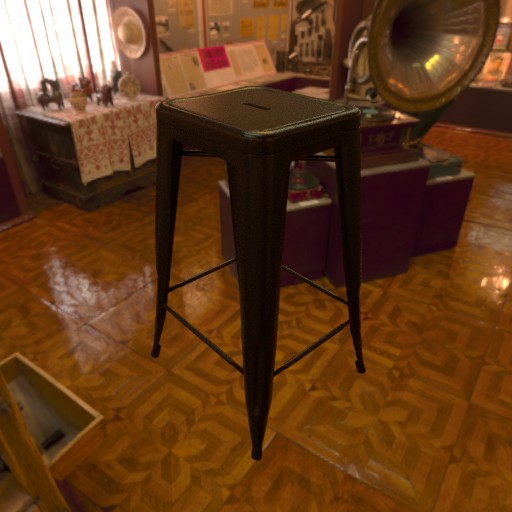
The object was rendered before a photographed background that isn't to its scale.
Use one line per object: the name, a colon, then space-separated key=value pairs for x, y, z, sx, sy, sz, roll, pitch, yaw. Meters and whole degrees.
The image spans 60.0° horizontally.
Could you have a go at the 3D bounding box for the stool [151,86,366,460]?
stool: x=0.000 y=0.000 z=0.920 sx=0.455 sy=0.609 sz=0.423 roll=21 pitch=37 yaw=31
